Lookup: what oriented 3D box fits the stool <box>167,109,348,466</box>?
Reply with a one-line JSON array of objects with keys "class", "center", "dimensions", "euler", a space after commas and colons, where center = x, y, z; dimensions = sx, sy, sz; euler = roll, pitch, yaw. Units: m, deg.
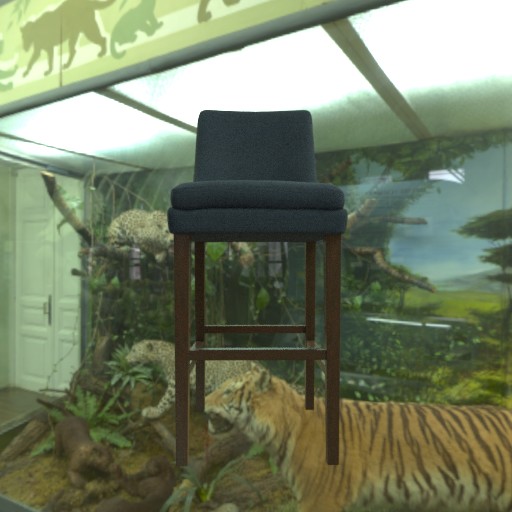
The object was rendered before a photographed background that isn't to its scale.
[{"class": "stool", "center": [0.000, 0.000, 1.393], "dimensions": [0.470, 1.078, 0.577], "euler": [0, 0, -1]}]
